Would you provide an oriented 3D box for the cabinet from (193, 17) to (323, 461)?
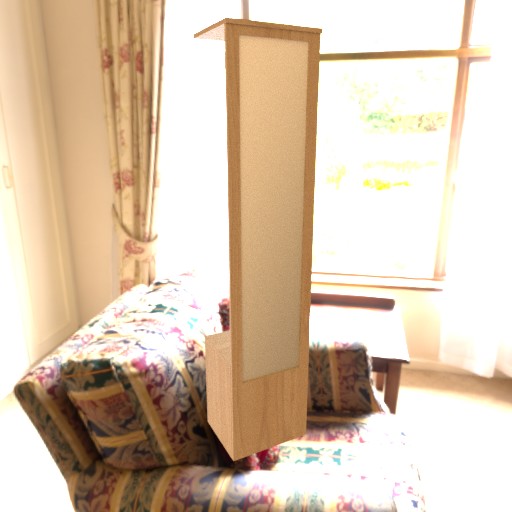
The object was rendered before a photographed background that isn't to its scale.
[{"bbox_3d":[0.000,0.000,2.042,0.411,1.879,0.338,-8,18,-26],"label":"cabinet"}]
